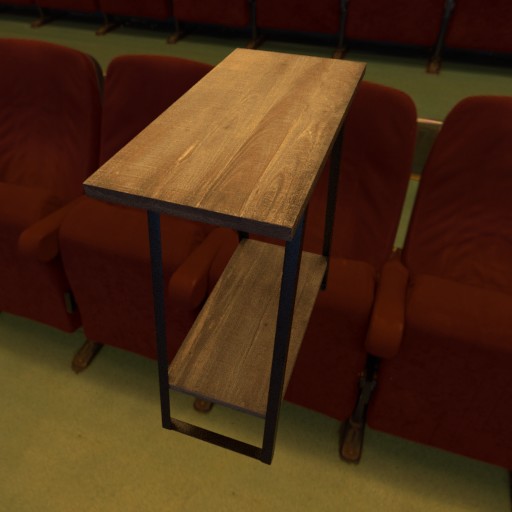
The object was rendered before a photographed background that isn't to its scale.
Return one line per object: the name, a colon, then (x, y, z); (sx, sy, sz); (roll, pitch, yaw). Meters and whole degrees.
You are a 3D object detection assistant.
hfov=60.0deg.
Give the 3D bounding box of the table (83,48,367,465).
table: (0.000, 0.000, 1.019); (0.300, 0.701, 0.599); (13, 44, 14)
